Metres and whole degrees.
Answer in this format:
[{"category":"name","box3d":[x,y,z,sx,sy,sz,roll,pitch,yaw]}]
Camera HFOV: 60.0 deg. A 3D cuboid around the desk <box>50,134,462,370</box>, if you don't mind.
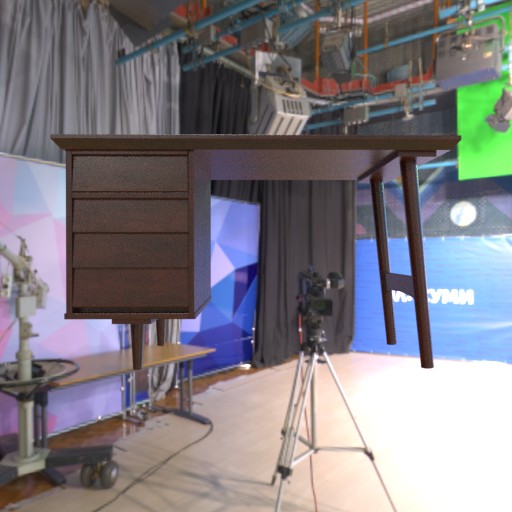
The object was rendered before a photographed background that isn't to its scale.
[{"category":"desk","box3d":[0.000,0.000,1.685,1.277,0.758,0.612,0,0,-1]}]
